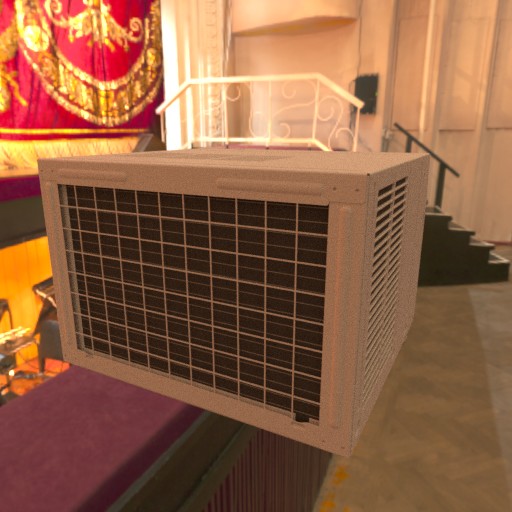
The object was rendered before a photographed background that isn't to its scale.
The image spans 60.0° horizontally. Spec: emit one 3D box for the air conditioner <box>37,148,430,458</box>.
[{"bbox_3d":[0.000,0.000,1.022,0.645,0.455,0.599,8,18,27],"label":"air conditioner"}]
